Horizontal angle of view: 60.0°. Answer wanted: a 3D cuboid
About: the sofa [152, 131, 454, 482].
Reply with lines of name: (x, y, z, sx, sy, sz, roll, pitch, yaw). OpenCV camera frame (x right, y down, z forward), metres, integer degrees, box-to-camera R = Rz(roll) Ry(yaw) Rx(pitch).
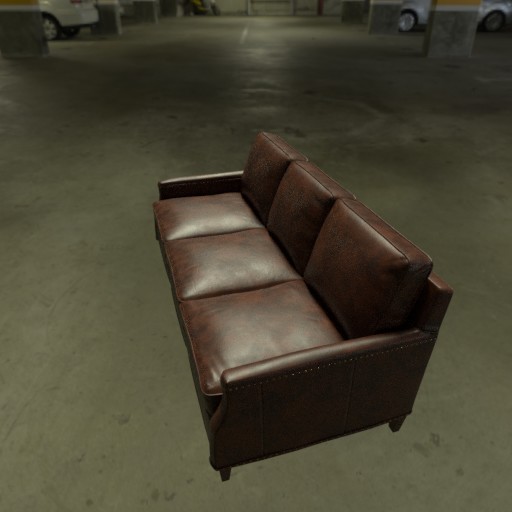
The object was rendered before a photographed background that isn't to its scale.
sofa: (0.000, 0.000, 2.763, 1.084, 1.003, 2.240, -9, 32, -15)
